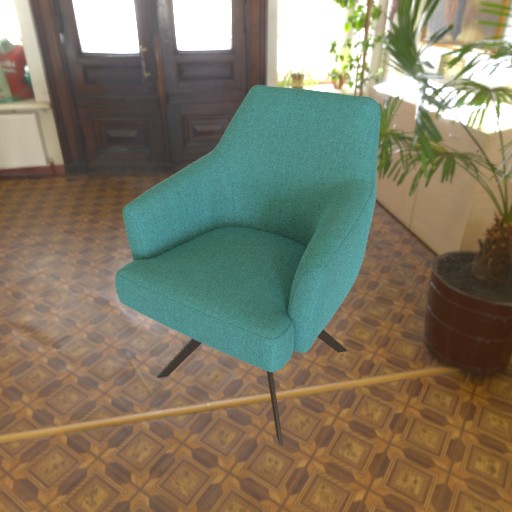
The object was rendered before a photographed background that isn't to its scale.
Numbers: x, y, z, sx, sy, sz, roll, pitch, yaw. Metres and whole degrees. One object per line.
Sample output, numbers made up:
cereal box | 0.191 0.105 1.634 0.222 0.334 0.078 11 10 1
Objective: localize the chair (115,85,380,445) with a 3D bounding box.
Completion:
chair | 0.000 0.000 1.351 0.642 0.874 0.677 18 35 28
